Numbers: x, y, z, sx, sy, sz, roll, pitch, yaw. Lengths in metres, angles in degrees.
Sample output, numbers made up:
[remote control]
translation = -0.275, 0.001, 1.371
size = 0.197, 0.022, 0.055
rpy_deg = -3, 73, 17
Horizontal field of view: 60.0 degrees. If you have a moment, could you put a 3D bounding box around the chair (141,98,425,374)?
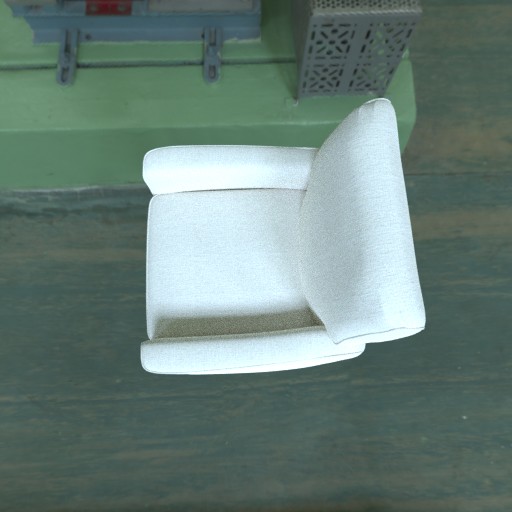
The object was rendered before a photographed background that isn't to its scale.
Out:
[chair]
translation = 0.000, 0.000, 1.662
size = 0.858, 1.028, 0.841
rpy_deg = -3, 75, -1
